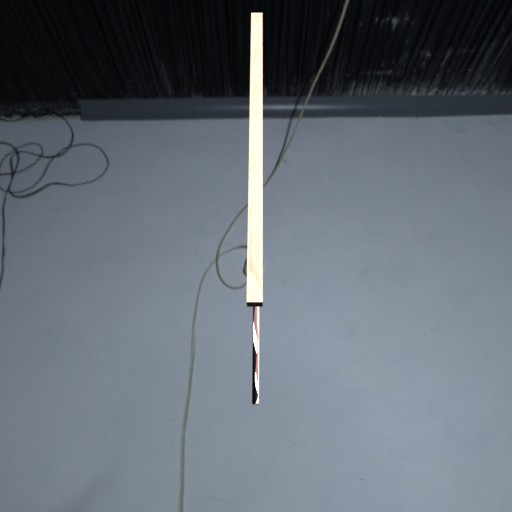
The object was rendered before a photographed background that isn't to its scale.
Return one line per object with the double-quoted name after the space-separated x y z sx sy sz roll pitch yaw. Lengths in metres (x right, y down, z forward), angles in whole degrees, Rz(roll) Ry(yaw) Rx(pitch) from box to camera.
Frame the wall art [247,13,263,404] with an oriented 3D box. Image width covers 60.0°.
0.000 0.000 0.631 0.012 0.508 0.332 0 63 0 "wall art"
